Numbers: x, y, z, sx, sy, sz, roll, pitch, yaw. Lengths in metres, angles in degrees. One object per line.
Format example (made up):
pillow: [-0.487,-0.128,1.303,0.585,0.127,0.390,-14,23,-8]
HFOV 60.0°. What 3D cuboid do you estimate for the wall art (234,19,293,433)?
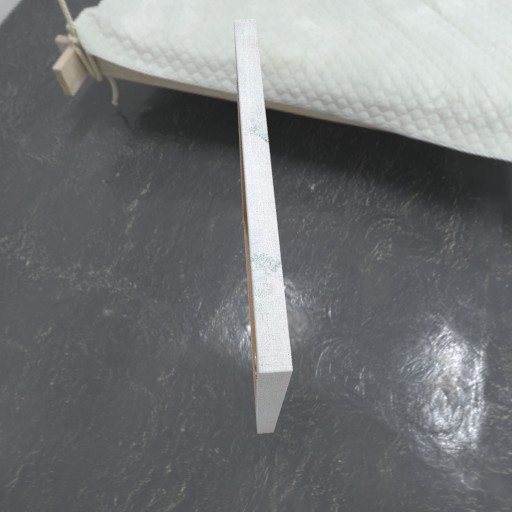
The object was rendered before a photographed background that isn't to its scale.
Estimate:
wall art: [0.000,0.000,0.901,0.040,0.612,0.612,-3,62,-2]
